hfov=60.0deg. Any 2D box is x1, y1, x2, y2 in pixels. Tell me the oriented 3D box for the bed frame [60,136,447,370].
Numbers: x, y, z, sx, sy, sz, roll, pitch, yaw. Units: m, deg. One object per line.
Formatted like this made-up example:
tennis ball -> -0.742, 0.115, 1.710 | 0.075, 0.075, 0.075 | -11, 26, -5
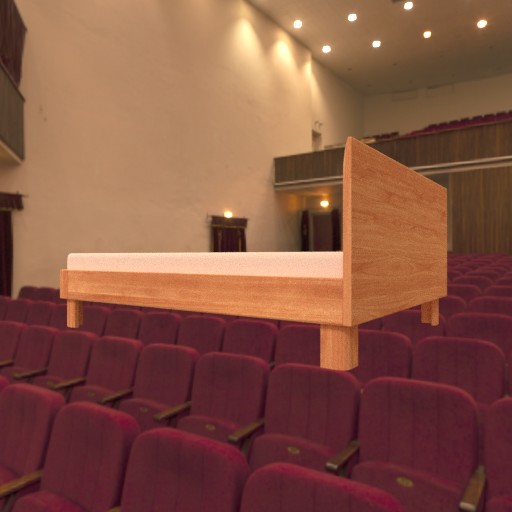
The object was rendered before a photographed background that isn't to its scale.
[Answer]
bed frame -> 0.000, 0.000, 3.019 | 2.092, 0.940, 1.660 | 0, 0, 35
